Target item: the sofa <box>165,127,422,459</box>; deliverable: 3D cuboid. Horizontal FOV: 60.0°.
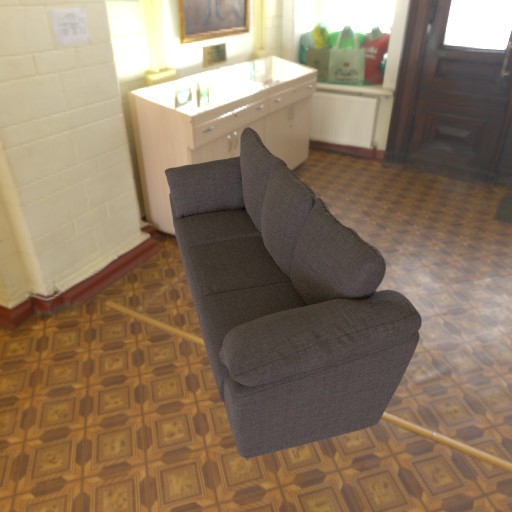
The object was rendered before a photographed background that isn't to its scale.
[{"bbox_3d":[0.000,0.000,2.858,0.883,1.080,2.336,-9,32,-14],"label":"sofa"}]
